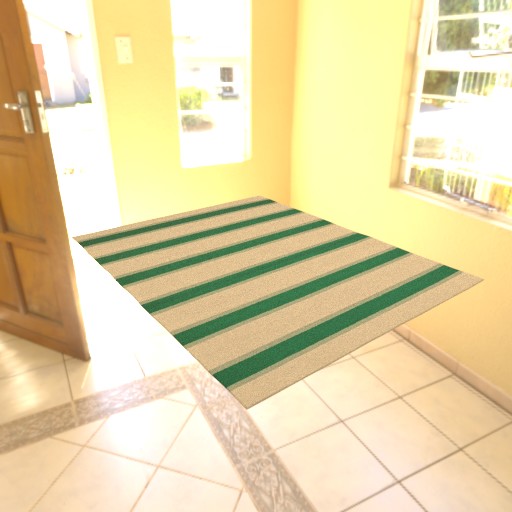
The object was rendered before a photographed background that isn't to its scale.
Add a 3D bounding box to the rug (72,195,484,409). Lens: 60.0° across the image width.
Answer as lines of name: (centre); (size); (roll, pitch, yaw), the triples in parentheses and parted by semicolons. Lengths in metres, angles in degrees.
rug: (0.000, 0.000, 4.091); (2.434, 0.019, 3.041); (-17, 30, -33)
